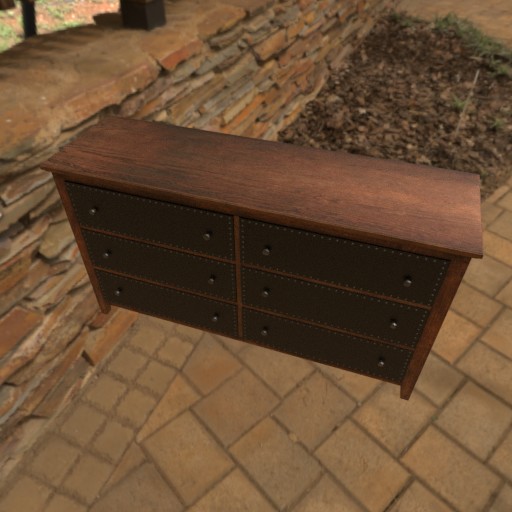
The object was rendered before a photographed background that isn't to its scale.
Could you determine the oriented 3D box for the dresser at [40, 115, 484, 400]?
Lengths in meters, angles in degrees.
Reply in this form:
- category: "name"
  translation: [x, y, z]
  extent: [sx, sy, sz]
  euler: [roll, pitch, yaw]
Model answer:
- category: "dresser"
  translation: [0.000, 0.000, 1.910]
  extent: [1.551, 0.856, 0.463]
  euler: [13, 44, 14]
